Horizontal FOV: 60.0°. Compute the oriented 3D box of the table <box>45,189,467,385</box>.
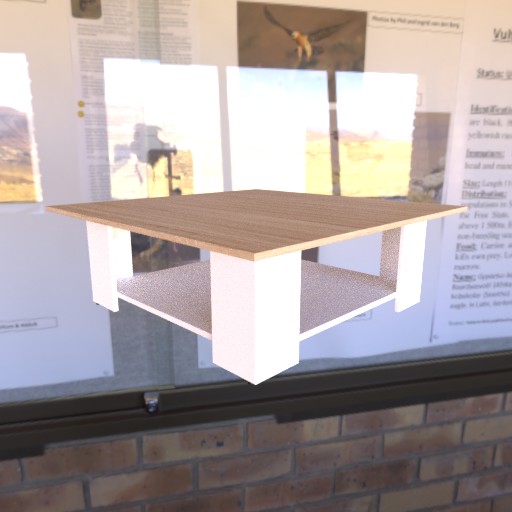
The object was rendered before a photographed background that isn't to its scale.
[{"bbox_3d":[0.000,0.000,1.357,0.890,0.305,0.890,-13,18,-43],"label":"table"}]
